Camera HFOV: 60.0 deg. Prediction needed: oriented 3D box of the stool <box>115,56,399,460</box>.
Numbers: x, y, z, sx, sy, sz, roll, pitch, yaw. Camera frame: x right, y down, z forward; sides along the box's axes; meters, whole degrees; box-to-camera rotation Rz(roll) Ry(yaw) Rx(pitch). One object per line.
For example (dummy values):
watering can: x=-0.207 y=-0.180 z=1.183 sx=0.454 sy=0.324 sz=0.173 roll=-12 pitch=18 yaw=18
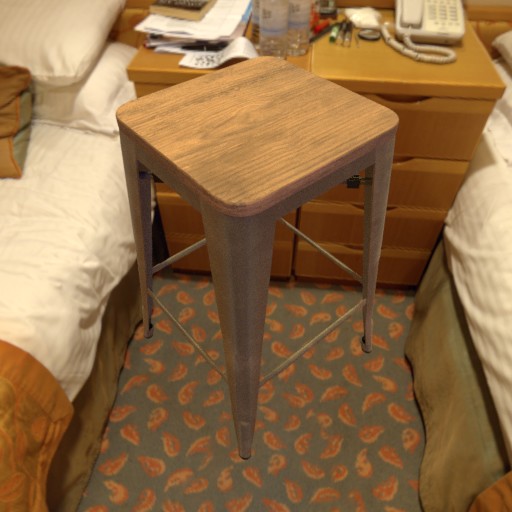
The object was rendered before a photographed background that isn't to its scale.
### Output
stool: x=0.000 y=0.000 z=0.874 sx=0.407 sy=0.607 sz=0.407 roll=-32 pitch=54 yaw=-27
